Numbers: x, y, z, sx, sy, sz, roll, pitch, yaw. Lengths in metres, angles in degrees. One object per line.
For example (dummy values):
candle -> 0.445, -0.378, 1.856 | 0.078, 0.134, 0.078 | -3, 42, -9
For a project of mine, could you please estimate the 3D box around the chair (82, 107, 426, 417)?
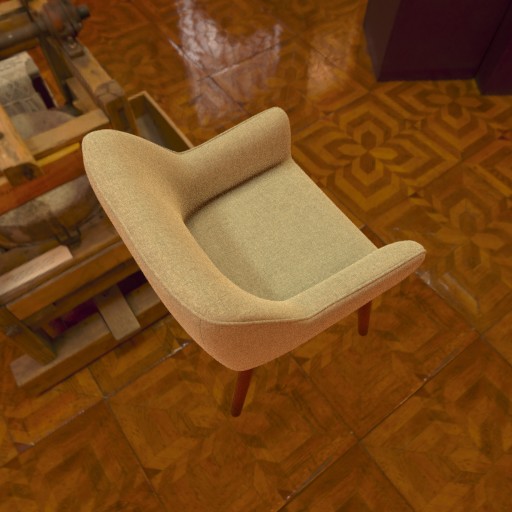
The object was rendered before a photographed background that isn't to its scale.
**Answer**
chair -> 0.000, 0.000, 1.228 | 0.610, 0.813, 0.610 | -30, 64, -17
